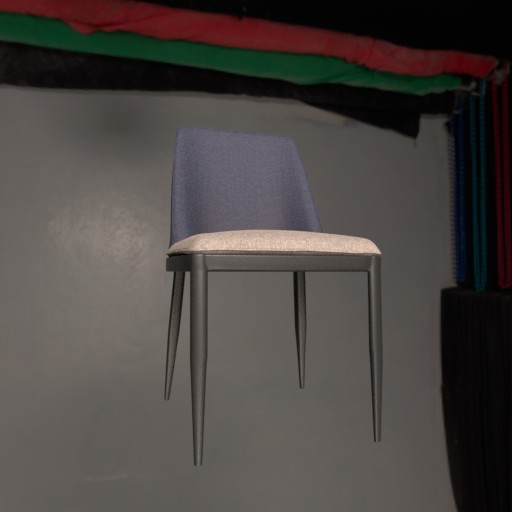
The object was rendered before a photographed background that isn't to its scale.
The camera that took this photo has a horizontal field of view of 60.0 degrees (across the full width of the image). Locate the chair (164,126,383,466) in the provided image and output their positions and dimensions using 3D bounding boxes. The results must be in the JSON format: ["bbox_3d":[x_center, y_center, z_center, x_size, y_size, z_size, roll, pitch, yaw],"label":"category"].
[{"bbox_3d":[0.000,0.000,1.192,0.480,0.839,0.551,1,-2,-17],"label":"chair"}]
